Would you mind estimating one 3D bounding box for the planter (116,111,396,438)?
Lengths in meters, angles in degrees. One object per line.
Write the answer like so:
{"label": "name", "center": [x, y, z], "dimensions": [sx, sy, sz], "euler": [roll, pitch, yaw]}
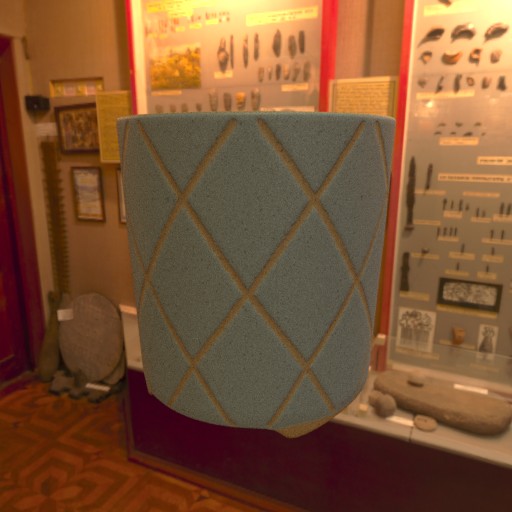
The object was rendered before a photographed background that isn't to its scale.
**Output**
{"label": "planter", "center": [0.000, 0.000, 0.340], "dimensions": [0.191, 0.200, 0.191], "euler": [0, 14, 0]}
